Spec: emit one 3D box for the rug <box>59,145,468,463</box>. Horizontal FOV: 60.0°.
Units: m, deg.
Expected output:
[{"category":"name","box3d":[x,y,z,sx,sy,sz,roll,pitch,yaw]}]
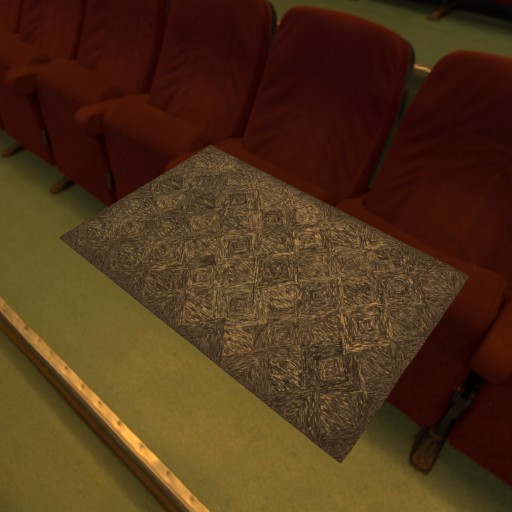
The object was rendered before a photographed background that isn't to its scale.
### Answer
[{"category":"rug","box3d":[0.000,0.000,2.238,1.754,0.010,1.139,32,55,26]}]
